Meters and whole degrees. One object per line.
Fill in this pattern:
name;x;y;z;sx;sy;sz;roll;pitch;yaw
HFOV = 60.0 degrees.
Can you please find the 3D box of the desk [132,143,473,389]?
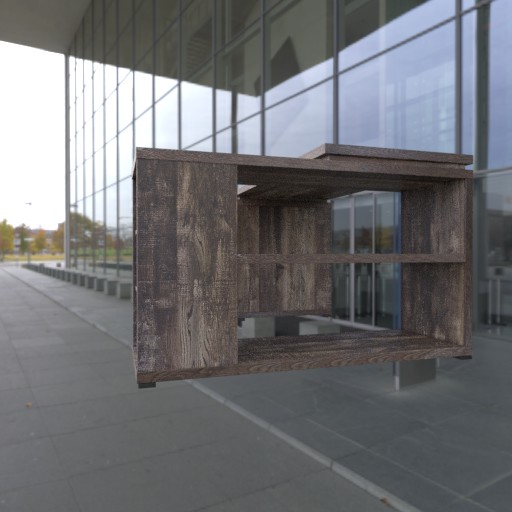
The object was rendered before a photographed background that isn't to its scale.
desk;0.000;0.000;2.183;1.200;0.753;1.524;0;1;-17
